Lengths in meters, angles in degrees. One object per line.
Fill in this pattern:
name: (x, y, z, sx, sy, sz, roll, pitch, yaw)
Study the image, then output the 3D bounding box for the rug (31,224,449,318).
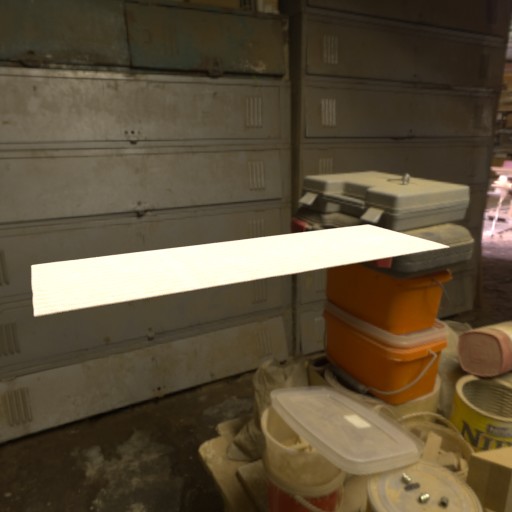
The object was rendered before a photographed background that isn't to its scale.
rug: (0.000, 0.000, 2.686, 2.450, 0.014, 0.793, -8, 18, -26)
